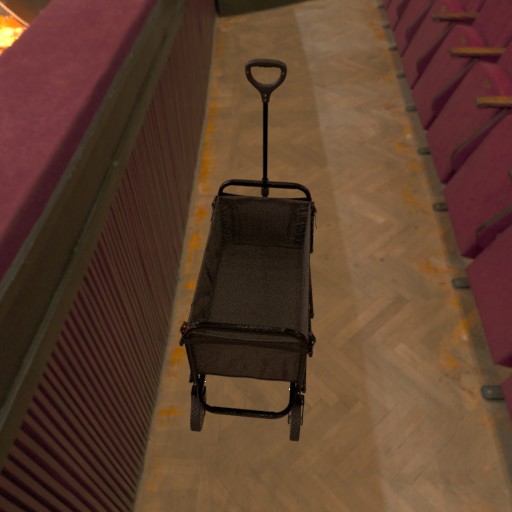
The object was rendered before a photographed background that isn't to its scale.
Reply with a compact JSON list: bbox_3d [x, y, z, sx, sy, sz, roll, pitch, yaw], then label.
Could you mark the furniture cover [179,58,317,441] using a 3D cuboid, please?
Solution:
[{"bbox_3d":[0.000,0.000,1.824,0.532,1.295,1.038,4,47,4],"label":"furniture cover"}]
